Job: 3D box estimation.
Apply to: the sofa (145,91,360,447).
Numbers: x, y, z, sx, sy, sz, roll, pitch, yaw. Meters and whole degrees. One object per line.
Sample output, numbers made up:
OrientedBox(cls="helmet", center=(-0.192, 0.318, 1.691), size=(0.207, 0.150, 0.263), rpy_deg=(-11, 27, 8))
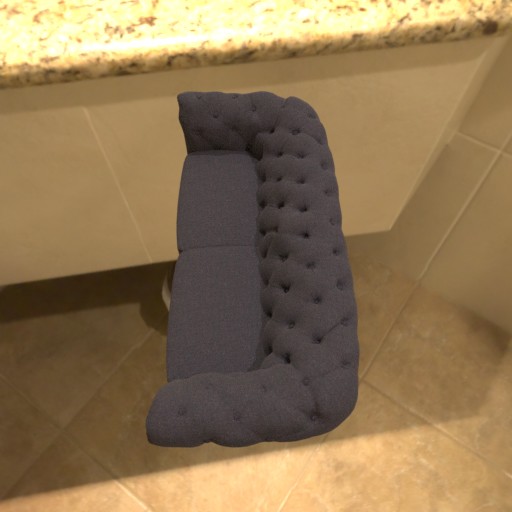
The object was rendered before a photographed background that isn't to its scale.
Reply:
OrientedBox(cls="sofa", center=(0.000, 0.000, 2.827), size=(1.046, 0.836, 2.335), rpy_deg=(-1, 59, -1))
